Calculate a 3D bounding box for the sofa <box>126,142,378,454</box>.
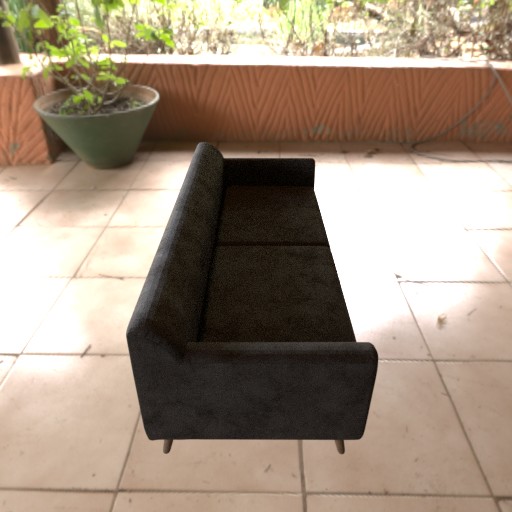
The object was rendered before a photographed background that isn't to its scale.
[{"bbox_3d":[0.000,0.000,2.617,0.900,0.740,2.190,0,31,0],"label":"sofa"}]
